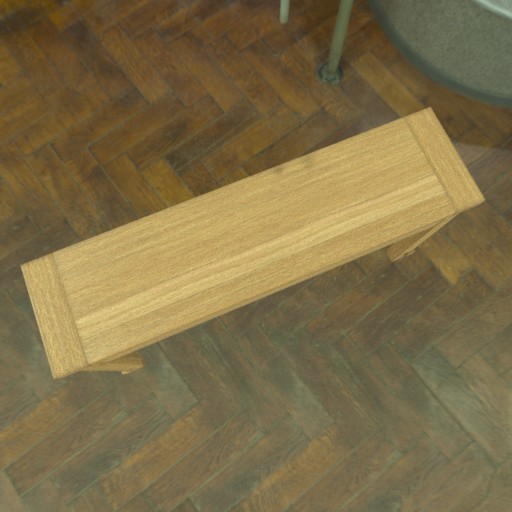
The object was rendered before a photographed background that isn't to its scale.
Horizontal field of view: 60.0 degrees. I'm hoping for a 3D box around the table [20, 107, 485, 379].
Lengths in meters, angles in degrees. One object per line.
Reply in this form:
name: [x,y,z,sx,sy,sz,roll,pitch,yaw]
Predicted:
table: [0.000,0.000,1.923,1.599,0.762,0.442,-22,76,-6]
